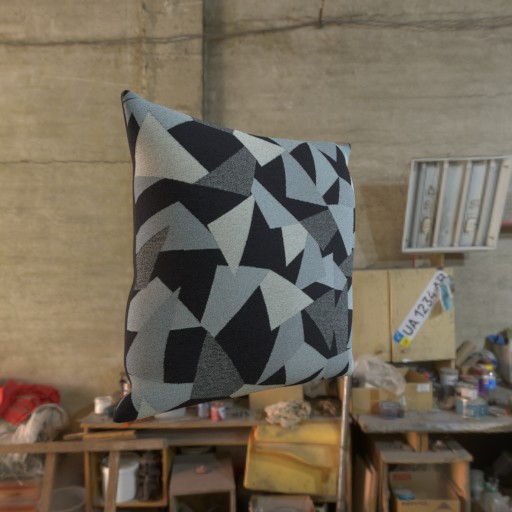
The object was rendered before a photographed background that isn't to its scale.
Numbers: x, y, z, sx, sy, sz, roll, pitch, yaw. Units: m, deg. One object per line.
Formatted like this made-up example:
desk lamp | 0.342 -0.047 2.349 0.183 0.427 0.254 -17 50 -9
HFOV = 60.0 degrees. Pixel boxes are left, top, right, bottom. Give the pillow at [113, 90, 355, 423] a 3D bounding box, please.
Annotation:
pillow | 0.000 0.000 0.789 0.503 0.496 0.208 1 -1 -35
